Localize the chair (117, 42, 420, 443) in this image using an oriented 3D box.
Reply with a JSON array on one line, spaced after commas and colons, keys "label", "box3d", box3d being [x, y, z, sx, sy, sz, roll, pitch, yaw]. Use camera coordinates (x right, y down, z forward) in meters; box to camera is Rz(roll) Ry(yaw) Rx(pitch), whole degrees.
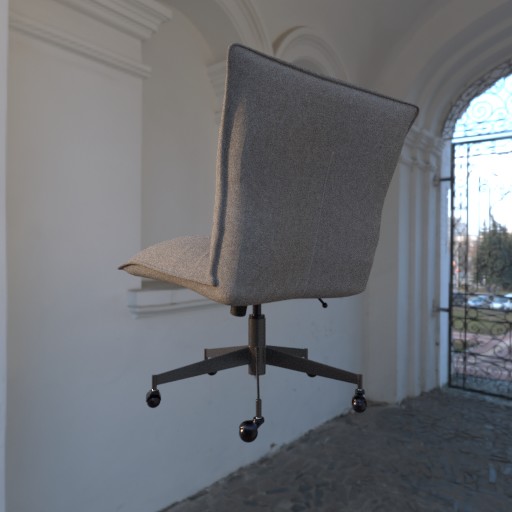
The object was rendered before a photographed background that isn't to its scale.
[{"label": "chair", "box3d": [0.000, 0.000, 1.271, 0.597, 0.811, 0.696, 0, 1, -36]}]
